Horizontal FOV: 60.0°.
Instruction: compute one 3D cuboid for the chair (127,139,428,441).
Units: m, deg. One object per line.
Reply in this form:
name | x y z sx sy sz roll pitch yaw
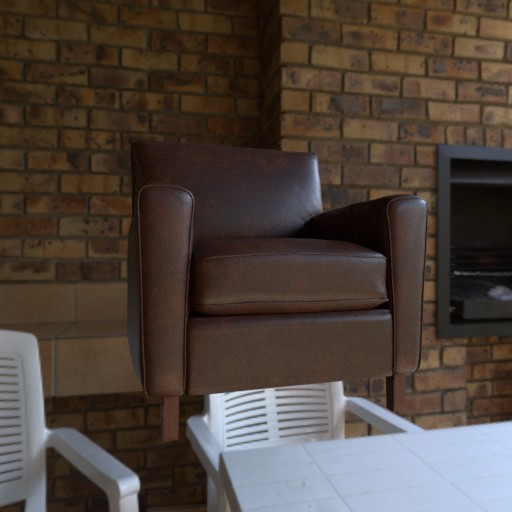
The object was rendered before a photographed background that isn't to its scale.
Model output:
chair | 0.000 0.000 1.573 0.870 0.943 0.823 0 0 -18
